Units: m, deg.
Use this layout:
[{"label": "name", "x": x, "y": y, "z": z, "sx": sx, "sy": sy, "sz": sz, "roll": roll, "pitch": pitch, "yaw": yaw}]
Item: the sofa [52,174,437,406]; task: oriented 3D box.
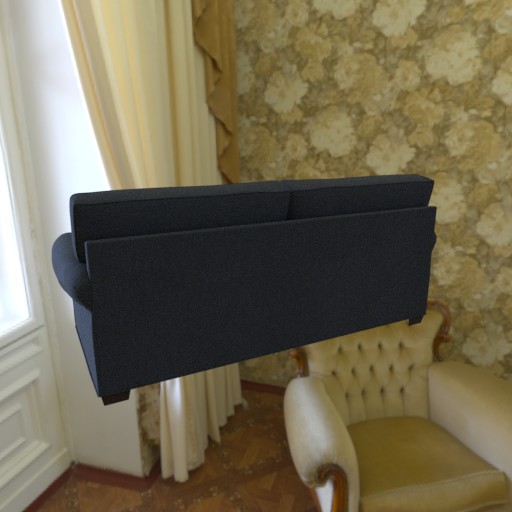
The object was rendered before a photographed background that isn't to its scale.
[{"label": "sofa", "x": 0.000, "y": 0.000, "z": 2.879, "sx": 2.391, "sy": 1.026, "sz": 0.954, "roll": -8, "pitch": 17, "yaw": -26}]
